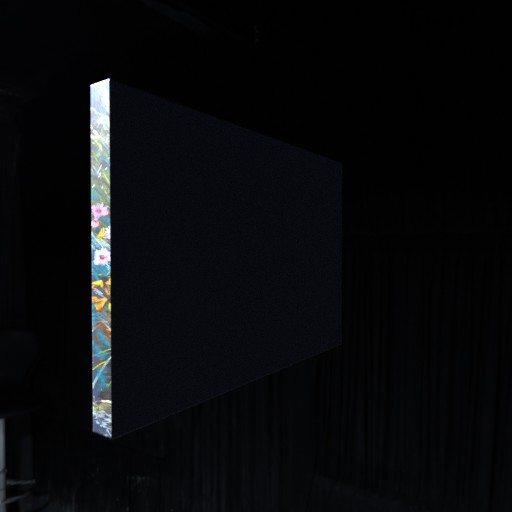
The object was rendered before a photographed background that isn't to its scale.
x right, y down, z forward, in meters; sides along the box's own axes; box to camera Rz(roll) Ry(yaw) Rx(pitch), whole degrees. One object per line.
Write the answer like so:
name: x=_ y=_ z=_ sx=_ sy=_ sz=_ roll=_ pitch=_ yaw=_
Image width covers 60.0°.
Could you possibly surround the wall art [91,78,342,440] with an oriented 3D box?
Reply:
wall art: x=0.000 y=0.000 z=0.756 sx=0.037 sy=0.406 sz=0.610 roll=1 pitch=1 yaw=36
